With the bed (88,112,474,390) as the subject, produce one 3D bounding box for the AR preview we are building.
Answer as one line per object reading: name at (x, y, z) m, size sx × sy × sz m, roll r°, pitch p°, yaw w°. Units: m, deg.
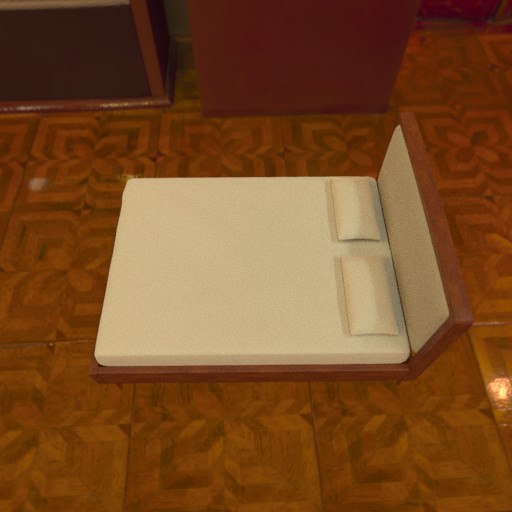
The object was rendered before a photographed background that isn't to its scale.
bed at (0.000, 0.000, 3.169) m, size 2.196 × 1.275 × 1.587 m, roll 0°, pitch 58°, yaw 0°
